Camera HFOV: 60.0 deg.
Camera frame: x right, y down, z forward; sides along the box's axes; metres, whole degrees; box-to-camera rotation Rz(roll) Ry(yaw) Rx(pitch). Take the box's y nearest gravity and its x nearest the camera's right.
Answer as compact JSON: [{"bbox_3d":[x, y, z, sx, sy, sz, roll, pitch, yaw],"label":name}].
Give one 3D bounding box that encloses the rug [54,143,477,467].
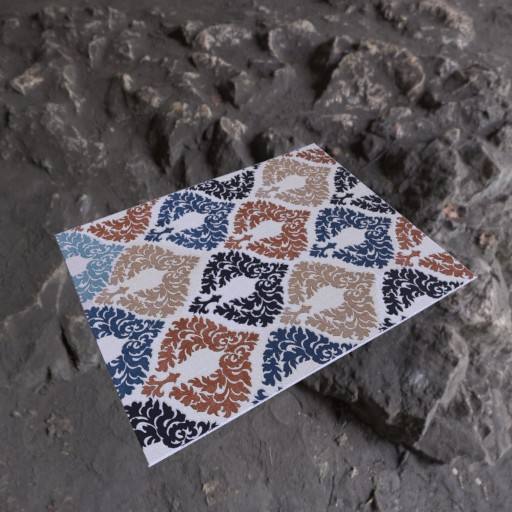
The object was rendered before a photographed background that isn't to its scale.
[{"bbox_3d":[0.000,0.000,4.018,3.040,0.014,2.423,-24,52,-20],"label":"rug"}]
